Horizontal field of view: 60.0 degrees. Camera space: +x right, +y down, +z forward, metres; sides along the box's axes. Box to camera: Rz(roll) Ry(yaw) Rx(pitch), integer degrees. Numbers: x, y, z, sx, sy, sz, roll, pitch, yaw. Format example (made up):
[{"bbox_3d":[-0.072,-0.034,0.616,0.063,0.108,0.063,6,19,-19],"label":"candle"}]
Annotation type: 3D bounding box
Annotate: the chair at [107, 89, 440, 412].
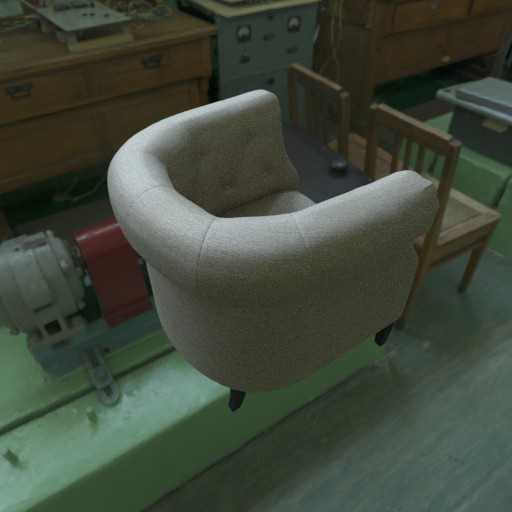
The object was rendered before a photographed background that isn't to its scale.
[{"bbox_3d":[0.000,0.000,1.574,0.852,0.827,0.905,-25,48,-25],"label":"chair"}]
